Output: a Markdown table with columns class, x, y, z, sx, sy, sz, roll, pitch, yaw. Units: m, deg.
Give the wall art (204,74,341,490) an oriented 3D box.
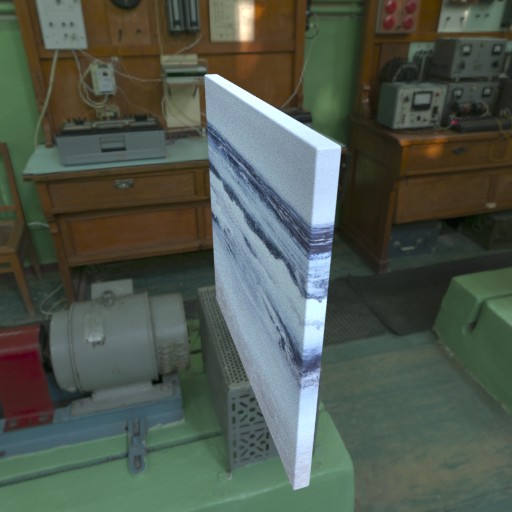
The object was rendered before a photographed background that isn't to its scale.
| class | x | y | z | sx | sy | sz | roll | pitch | yaw |
| --- | --- | --- | --- | --- | --- | --- | --- | --- | --- |
| wall art | 0.000 | 0.000 | 1.094 | 0.065 | 0.747 | 0.755 | -9 | 31 | -15 |
